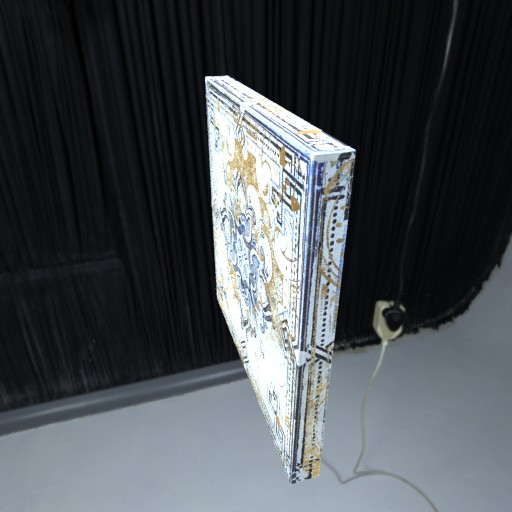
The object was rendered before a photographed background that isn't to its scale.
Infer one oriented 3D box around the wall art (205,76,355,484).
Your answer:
[{"bbox_3d":[0.000,0.000,0.612,0.038,0.410,0.411,-9,31,-15],"label":"wall art"}]
